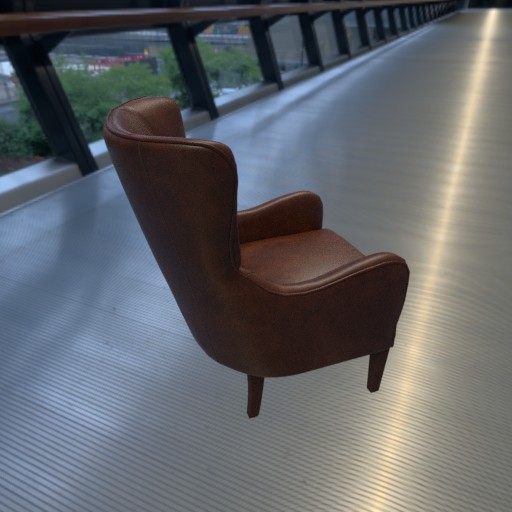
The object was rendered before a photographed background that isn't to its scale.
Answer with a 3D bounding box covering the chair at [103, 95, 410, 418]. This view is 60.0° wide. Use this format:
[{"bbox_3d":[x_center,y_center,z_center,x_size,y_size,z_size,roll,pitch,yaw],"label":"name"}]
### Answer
[{"bbox_3d":[0.000,0.000,1.614,0.914,1.048,0.692,-10,31,-18],"label":"chair"}]
